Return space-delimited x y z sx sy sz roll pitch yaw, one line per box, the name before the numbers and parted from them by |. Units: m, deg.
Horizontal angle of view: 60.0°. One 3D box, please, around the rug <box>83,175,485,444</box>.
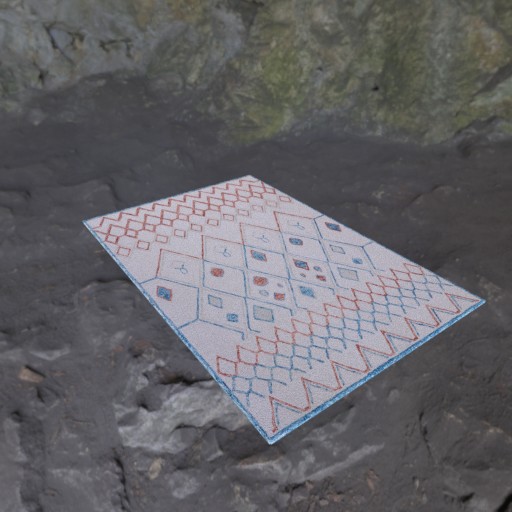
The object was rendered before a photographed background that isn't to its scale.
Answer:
rug | 0.000 0.000 2.308 1.219 0.016 1.829 -21 38 -30
